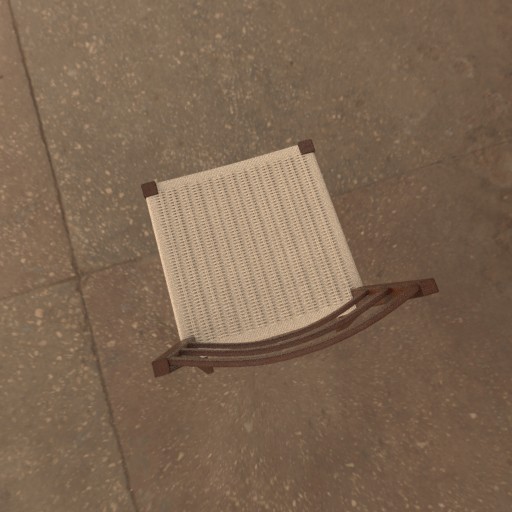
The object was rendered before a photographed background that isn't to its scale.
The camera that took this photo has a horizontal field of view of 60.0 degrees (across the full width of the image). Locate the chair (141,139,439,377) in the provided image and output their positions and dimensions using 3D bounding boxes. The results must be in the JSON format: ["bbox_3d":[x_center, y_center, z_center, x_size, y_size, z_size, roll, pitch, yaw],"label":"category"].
[{"bbox_3d":[0.000,0.000,1.141,0.480,0.813,0.551,-16,76,-4],"label":"chair"}]
